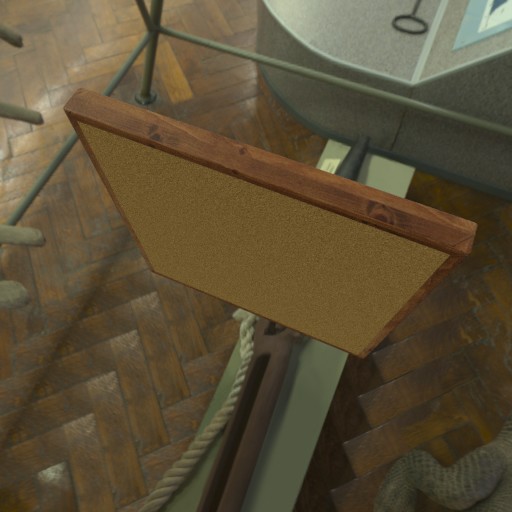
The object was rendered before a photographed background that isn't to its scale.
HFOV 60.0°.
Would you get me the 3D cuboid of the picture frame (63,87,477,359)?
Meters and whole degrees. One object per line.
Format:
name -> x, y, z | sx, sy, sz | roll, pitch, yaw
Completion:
picture frame -> 0.000, 0.000, 0.518 | 0.352, 0.356, 0.028 | 21, 66, 10
